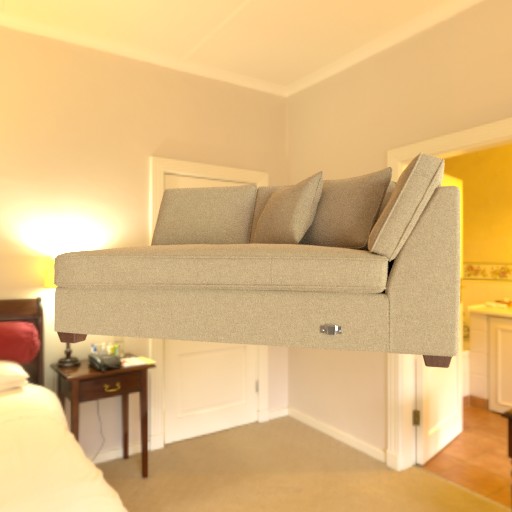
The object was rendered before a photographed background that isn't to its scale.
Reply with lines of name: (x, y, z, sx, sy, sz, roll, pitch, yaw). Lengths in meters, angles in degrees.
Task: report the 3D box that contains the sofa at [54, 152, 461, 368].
sofa: (0.000, 0.000, 2.788, 2.237, 1.033, 1.110, 0, 0, 18)
